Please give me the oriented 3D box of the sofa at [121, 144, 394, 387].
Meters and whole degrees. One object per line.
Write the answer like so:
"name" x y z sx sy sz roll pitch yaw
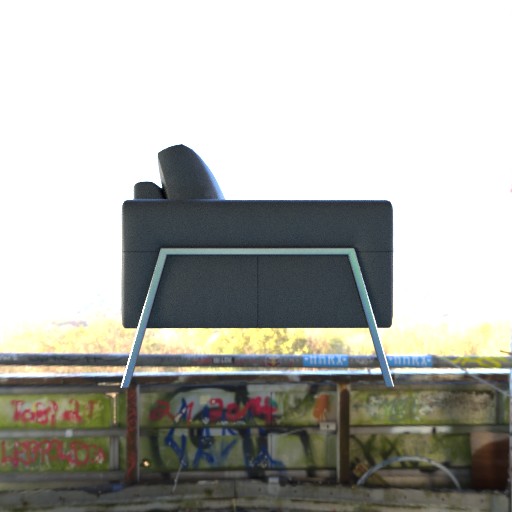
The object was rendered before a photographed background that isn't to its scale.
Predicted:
"sofa" 0.000 0.000 2.504 0.953 0.875 2.017 0 0 -1
